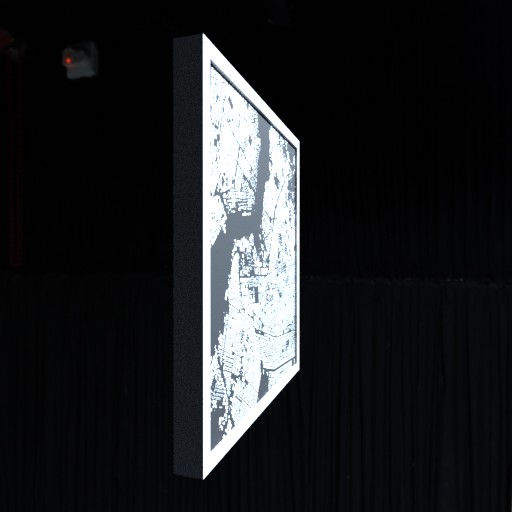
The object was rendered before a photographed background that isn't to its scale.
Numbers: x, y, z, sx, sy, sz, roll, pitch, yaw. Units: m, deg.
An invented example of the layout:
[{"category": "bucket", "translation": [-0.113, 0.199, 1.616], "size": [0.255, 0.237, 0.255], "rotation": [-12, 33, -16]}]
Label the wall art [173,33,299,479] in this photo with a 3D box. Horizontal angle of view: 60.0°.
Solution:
[{"category": "wall art", "translation": [0.000, 0.000, 0.749], "size": [0.038, 0.506, 0.506], "rotation": [0, 0, 18]}]
